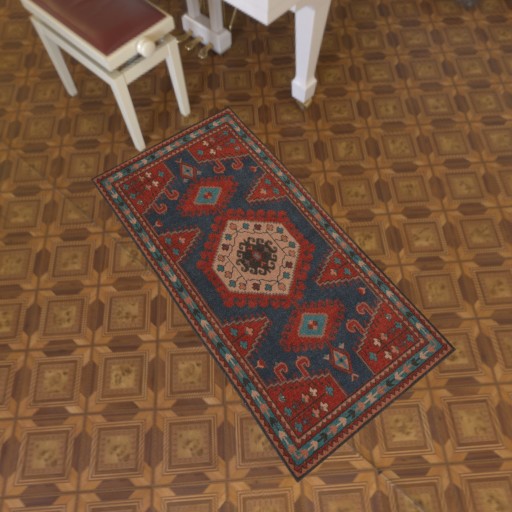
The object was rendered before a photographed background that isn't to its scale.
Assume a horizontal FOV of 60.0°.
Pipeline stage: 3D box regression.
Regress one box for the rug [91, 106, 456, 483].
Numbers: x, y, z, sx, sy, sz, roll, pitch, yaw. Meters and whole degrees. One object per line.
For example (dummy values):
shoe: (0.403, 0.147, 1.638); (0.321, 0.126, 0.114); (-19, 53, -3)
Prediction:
rug: (0.000, 0.000, 3.670); (1.522, 0.034, 3.032); (-33, 68, -15)
